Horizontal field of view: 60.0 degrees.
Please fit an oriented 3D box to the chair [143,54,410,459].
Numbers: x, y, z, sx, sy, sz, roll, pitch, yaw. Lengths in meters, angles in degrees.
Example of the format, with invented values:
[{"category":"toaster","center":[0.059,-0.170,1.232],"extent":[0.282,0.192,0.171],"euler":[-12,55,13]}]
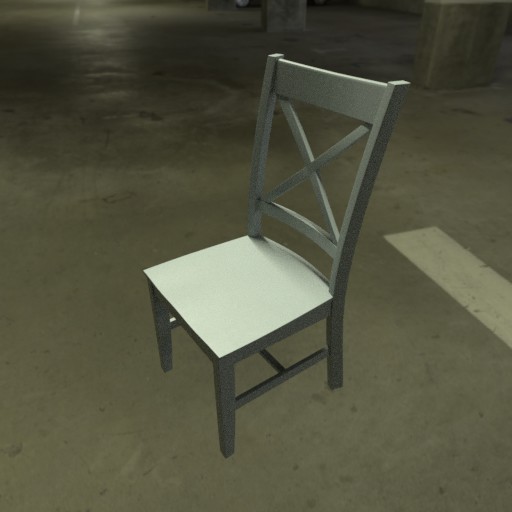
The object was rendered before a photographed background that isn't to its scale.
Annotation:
[{"category":"chair","center":[0.000,0.000,1.292],"extent":[0.542,0.983,0.485],"euler":[-21,39,-29]}]
